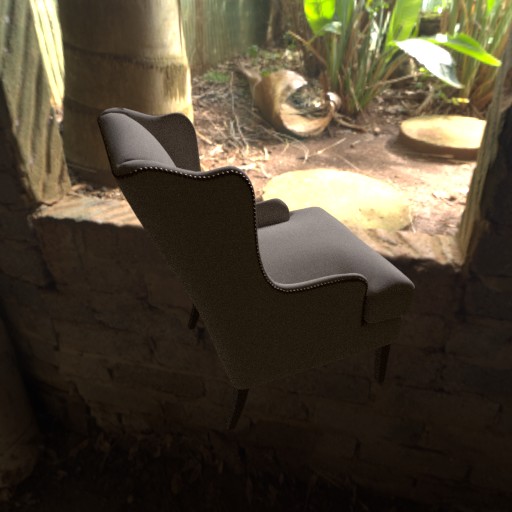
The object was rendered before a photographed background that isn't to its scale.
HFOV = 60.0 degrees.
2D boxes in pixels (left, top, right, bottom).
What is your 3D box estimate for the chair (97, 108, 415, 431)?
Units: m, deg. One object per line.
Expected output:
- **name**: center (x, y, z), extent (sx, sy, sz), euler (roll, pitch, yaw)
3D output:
- **chair**: center (0.000, 0.000, 1.661), extent (0.940, 1.029, 0.737), euler (-11, 32, -18)
